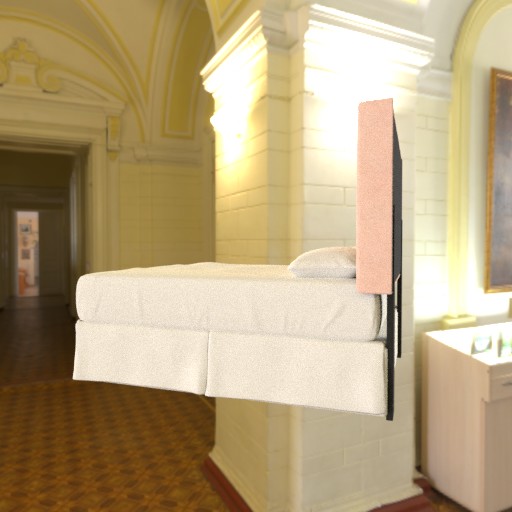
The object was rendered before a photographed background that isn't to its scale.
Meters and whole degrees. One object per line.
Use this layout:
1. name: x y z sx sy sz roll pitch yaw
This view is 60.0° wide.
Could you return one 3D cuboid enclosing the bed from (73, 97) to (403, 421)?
1. bed: 0.000 0.000 3.359 2.066 1.665 1.719 0 1 20
